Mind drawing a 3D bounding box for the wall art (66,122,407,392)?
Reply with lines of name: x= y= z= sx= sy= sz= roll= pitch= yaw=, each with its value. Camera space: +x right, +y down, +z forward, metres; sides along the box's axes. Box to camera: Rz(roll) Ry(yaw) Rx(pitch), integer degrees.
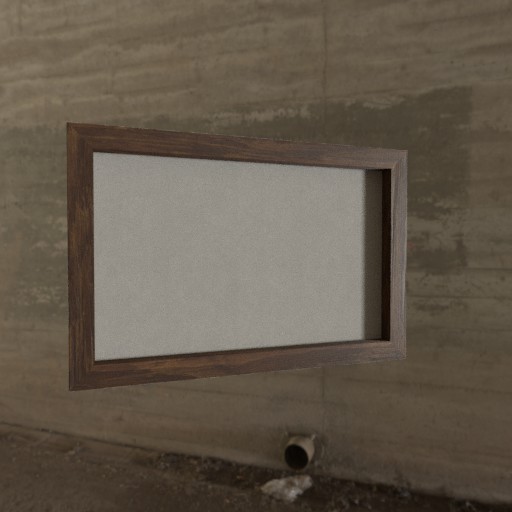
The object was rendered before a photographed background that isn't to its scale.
wall art: x=0.000 y=0.000 z=0.780 sx=0.609 sy=0.405 sz=0.035 roll=0 pitch=1 yaw=-19
